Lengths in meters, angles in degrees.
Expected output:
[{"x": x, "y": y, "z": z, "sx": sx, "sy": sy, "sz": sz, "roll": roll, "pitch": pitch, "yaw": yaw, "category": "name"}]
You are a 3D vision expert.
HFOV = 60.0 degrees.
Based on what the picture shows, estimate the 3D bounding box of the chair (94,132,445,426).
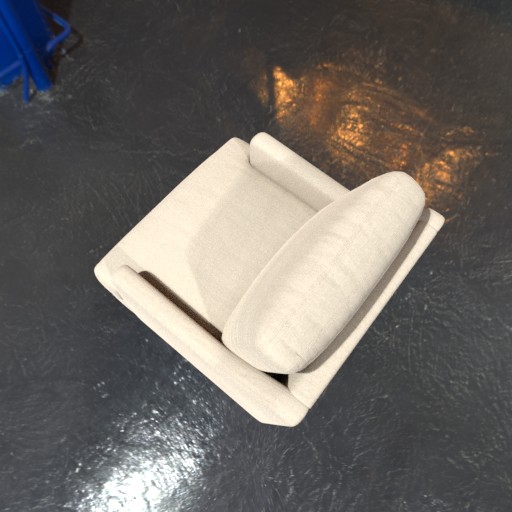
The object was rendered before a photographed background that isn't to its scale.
[{"x": 0.000, "y": 0.000, "z": 1.746, "sx": 1.001, "sy": 0.916, "sz": 0.912, "roll": 36, "pitch": 69, "yaw": 16, "category": "chair"}]
